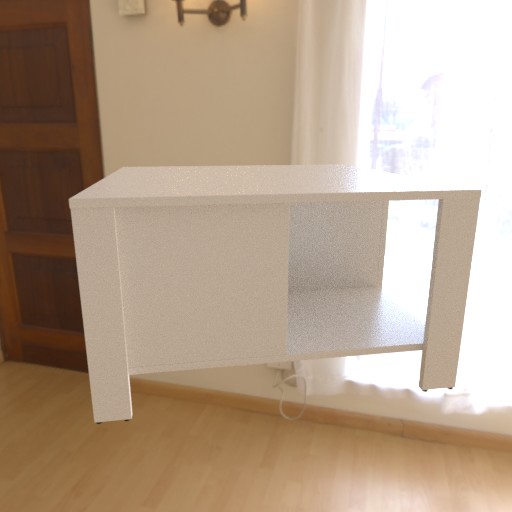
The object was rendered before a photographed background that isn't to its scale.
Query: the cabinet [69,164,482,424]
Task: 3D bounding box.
[{"bbox_3d":[0.000,0.000,1.280,0.800,0.460,0.800,-3,16,-9],"label":"cabinet"}]
